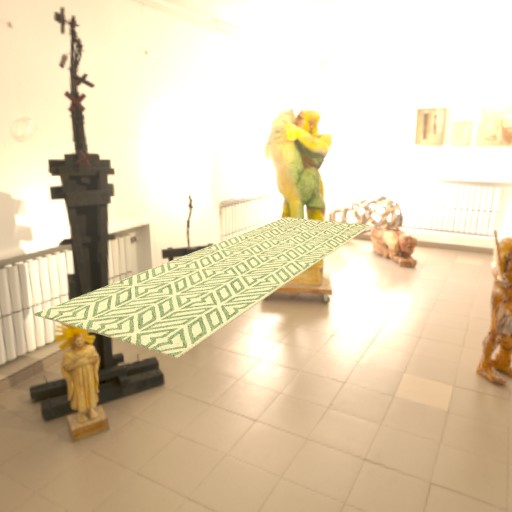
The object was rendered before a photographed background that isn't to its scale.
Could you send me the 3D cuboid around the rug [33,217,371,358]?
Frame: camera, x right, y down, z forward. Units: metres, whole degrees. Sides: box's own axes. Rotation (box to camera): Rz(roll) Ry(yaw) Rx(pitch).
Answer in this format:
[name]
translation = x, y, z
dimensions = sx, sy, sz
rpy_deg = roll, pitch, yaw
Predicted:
[rug]
translation = 0.000, 0.000, 2.673
dimensions = 0.750, 0.009, 2.435
rpy_deg = 9, 18, 28
